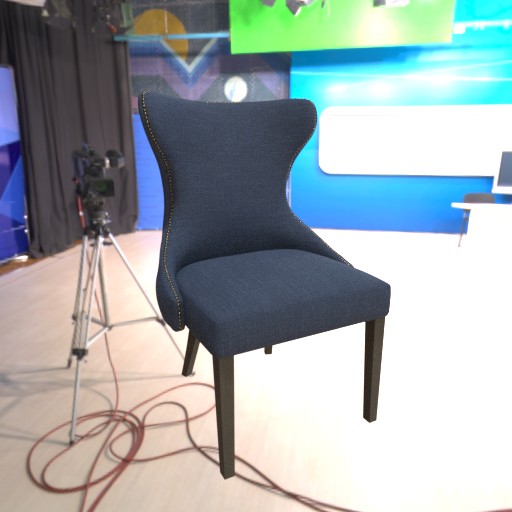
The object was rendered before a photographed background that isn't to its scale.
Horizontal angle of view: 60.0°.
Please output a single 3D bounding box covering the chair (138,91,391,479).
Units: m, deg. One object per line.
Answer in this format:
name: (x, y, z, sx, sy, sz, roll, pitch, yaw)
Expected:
chair: (0.000, 0.000, 1.373, 0.628, 0.967, 0.635, -8, 18, -27)
